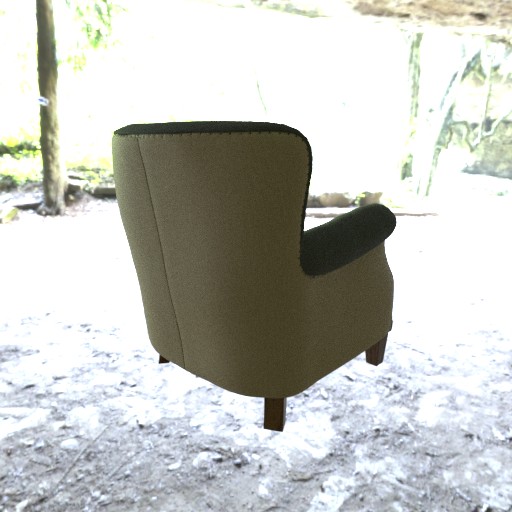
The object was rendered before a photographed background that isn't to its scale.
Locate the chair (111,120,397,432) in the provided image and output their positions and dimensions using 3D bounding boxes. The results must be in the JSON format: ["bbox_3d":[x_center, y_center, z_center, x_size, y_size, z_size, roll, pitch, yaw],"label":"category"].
[{"bbox_3d":[0.000,0.000,1.649,0.921,0.936,0.861,-14,20,-42],"label":"chair"}]
